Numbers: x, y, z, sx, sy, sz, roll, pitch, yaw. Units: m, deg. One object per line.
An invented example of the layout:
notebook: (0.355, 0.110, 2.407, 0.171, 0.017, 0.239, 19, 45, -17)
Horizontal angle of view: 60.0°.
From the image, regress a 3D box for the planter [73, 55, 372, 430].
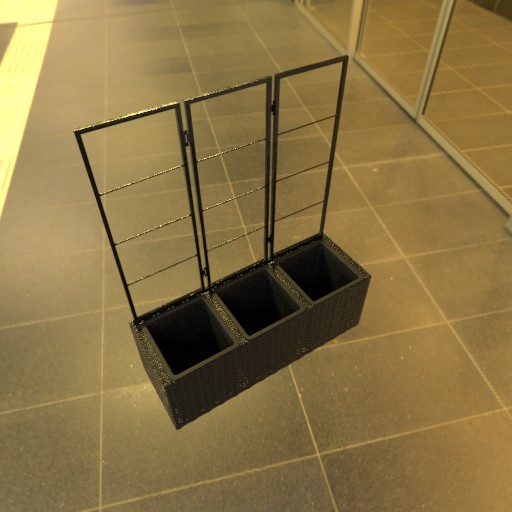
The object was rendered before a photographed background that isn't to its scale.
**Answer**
planter: (0.000, 0.000, 1.181, 0.698, 0.841, 0.244, -24, 50, -23)
